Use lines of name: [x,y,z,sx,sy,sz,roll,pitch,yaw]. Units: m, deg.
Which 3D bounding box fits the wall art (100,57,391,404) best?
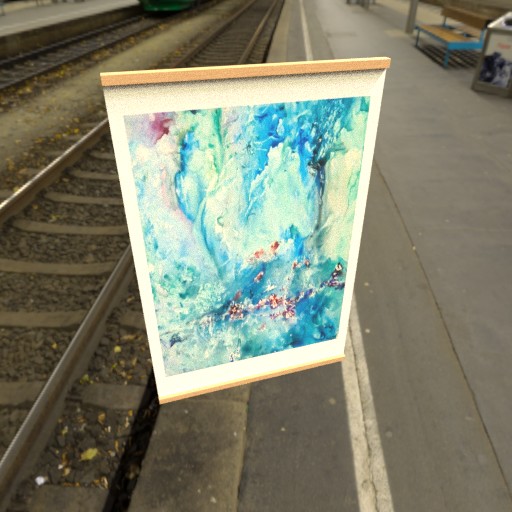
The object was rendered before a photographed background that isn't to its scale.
wall art: [0.000,0.000,1.273,0.669,1.020,0.027,-9,34,-14]
